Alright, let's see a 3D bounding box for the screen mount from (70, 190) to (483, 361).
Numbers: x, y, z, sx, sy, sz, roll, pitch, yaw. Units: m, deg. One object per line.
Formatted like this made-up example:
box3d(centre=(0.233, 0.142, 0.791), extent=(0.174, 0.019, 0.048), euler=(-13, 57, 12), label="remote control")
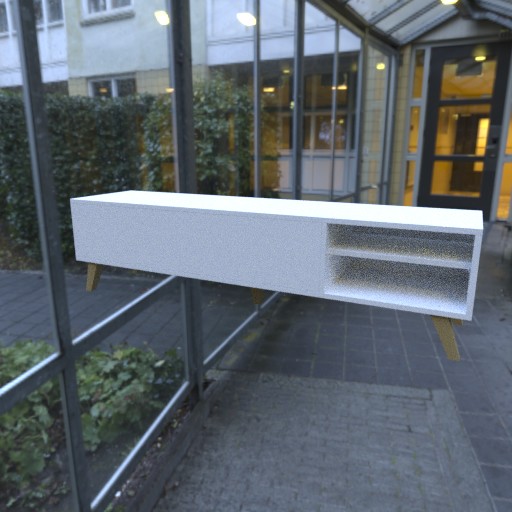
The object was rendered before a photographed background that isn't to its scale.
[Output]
box3d(centre=(0.000, 0.000, 1.848), extent=(1.644, 0.432, 0.399), euler=(7, 16, 25), label="screen mount")
